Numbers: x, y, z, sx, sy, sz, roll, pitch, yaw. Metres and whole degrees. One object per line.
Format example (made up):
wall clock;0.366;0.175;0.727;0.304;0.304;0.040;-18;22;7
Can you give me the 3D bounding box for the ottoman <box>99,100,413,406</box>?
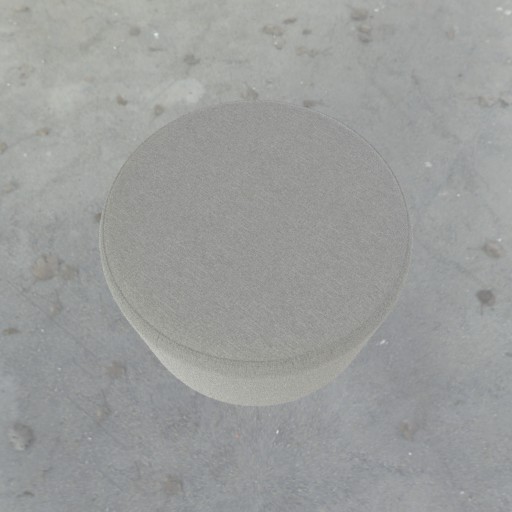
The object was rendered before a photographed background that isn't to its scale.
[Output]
ottoman;0.000;0.000;1.006;0.608;0.433;0.608;0;63;0
